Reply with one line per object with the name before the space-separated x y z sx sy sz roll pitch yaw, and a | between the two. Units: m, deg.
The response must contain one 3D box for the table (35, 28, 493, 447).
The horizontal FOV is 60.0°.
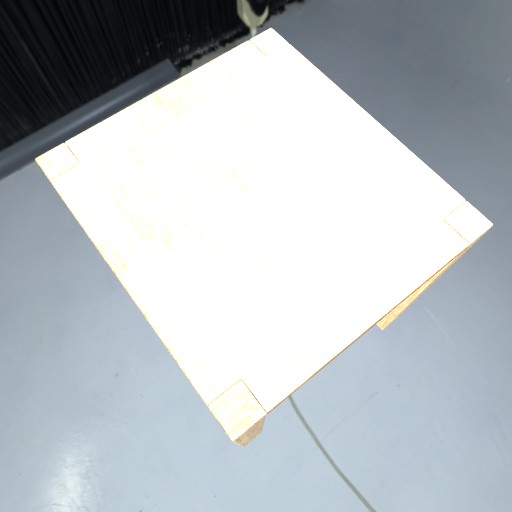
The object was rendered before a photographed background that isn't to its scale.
table | 0.000 0.000 0.824 0.440 0.450 0.480 -35 71 -15
